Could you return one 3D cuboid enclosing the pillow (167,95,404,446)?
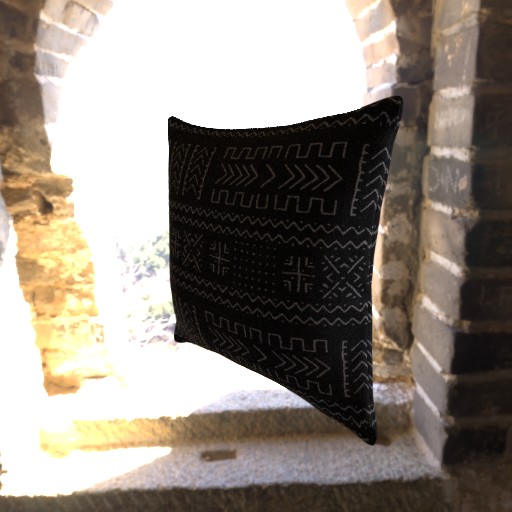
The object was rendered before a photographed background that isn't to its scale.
[{"bbox_3d":[0.000,0.000,0.669,0.438,0.430,0.164,14,20,43],"label":"pillow"}]
